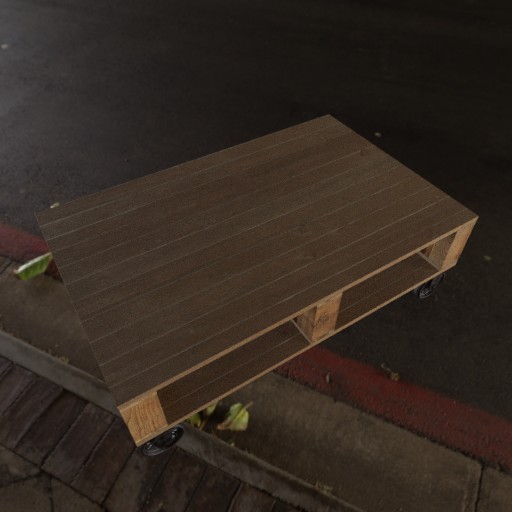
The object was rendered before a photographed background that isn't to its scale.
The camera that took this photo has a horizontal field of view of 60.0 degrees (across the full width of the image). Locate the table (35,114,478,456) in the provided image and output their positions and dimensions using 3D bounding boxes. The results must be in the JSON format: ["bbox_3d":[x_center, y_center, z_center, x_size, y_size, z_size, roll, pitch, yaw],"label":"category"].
[{"bbox_3d":[0.000,0.000,1.685,1.299,0.413,0.827,-24,51,-22],"label":"table"}]
